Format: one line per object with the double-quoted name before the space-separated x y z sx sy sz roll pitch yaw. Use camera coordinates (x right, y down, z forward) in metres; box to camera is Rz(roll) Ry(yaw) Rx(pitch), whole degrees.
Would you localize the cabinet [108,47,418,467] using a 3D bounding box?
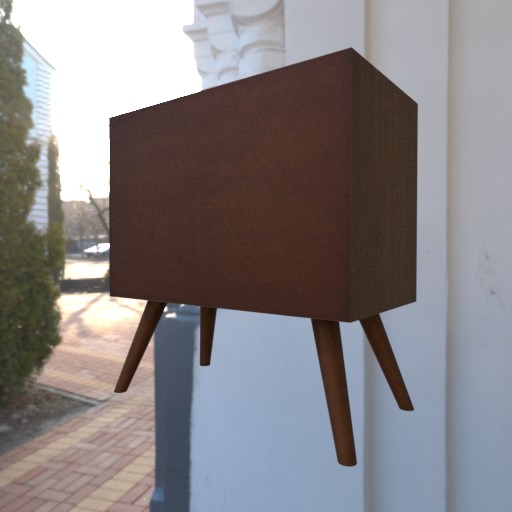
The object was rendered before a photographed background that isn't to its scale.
"cabinet" 0.000 0.000 1.152 0.712 0.748 0.388 1 1 37
